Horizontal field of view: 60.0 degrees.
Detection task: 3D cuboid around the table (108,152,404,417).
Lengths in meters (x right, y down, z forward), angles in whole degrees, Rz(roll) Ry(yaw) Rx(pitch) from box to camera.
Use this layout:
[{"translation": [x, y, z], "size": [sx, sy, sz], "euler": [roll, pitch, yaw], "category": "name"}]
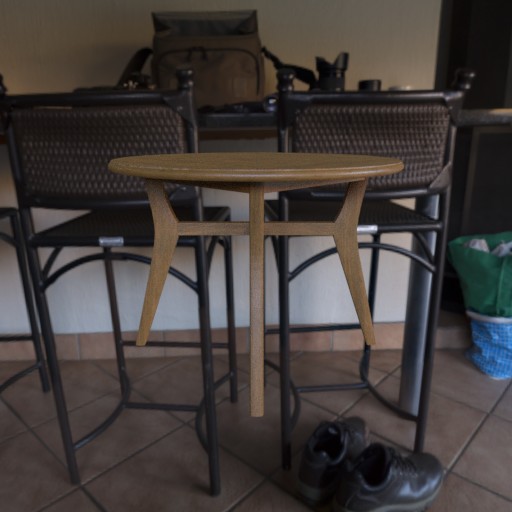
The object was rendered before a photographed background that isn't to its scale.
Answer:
[{"translation": [0.000, 0.000, 1.757], "size": [1.055, 0.757, 1.055], "euler": [0, 16, 0], "category": "table"}]
